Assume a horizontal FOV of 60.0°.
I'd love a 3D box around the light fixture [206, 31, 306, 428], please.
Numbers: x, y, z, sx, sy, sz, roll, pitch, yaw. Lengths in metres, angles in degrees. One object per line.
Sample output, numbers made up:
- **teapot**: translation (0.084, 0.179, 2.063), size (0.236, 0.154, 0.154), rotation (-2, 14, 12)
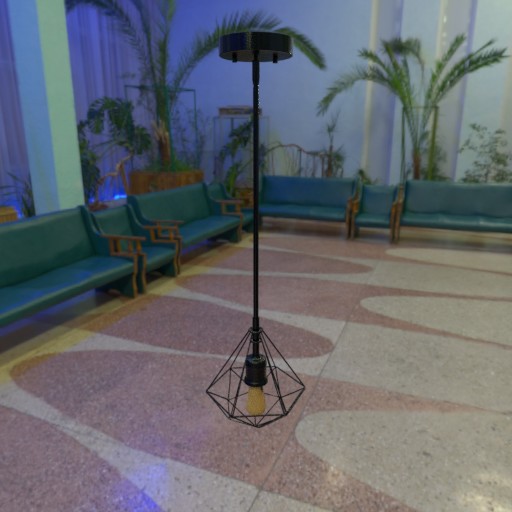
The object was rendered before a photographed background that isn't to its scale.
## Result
- **light fixture**: translation (0.000, 0.000, 1.980), size (0.431, 1.764, 0.487), rotation (7, 17, 25)
